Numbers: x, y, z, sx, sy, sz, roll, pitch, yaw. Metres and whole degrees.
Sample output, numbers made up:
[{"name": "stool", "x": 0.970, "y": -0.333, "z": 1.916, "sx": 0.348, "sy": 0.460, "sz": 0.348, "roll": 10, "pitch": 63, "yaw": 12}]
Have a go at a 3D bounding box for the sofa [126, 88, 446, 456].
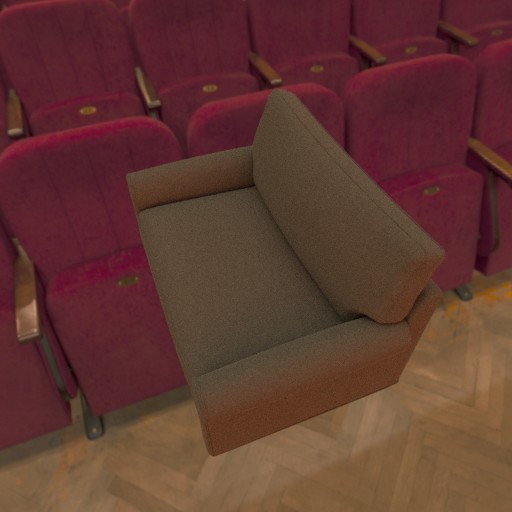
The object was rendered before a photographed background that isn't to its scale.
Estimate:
[{"name": "sofa", "x": 0.000, "y": 0.000, "z": 2.053, "sx": 0.940, "sy": 0.953, "sz": 1.410, "roll": -16, "pitch": 49, "yaw": -15}]
